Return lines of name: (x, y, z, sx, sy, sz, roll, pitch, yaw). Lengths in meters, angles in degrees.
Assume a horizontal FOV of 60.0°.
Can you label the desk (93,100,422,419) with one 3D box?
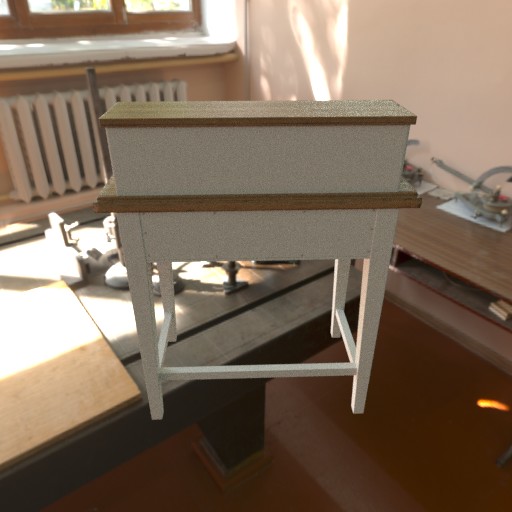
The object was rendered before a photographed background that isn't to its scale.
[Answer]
desk: (0.000, 0.000, 1.437, 0.814, 0.981, 0.462, -1, 30, -2)
